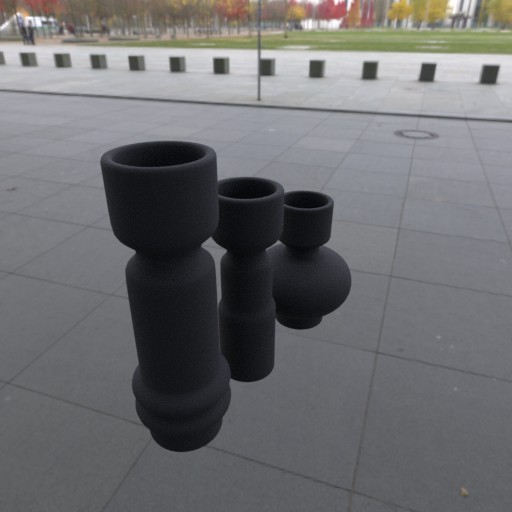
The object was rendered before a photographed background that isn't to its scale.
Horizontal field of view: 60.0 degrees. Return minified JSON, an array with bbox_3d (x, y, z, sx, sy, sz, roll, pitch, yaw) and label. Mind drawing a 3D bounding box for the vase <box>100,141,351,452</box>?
[{"bbox_3d":[0.000,0.000,0.430,0.120,0.249,0.307,18,32,30],"label":"vase"}]
